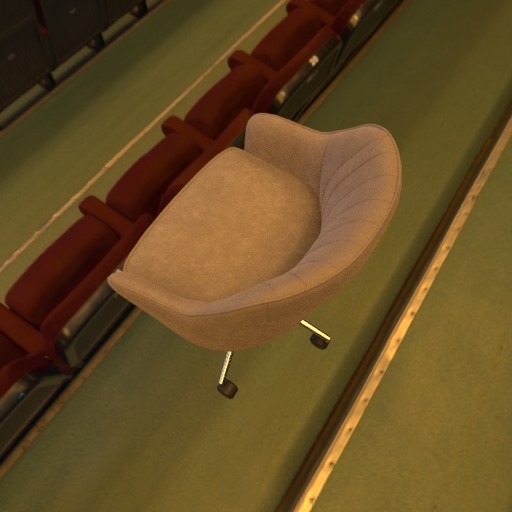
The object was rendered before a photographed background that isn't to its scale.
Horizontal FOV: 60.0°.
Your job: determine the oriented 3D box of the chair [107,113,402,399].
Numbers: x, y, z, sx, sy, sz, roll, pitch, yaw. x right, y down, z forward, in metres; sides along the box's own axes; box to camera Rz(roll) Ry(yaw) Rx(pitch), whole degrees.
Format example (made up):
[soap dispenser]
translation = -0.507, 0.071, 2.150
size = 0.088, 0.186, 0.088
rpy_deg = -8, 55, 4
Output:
[chair]
translation = 0.000, 0.000, 1.239
size = 0.573, 0.831, 0.635
rpy_deg = 31, 67, 15
